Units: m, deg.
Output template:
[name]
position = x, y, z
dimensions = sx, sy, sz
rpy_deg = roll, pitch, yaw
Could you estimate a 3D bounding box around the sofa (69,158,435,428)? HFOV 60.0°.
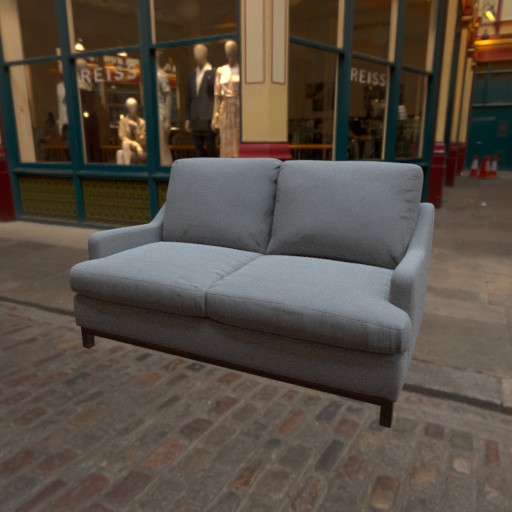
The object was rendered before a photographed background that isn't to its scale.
[sofa]
position = 0.000, 0.000, 2.213
dimensions = 1.589, 0.921, 0.987
rpy_deg = 7, 17, 24
